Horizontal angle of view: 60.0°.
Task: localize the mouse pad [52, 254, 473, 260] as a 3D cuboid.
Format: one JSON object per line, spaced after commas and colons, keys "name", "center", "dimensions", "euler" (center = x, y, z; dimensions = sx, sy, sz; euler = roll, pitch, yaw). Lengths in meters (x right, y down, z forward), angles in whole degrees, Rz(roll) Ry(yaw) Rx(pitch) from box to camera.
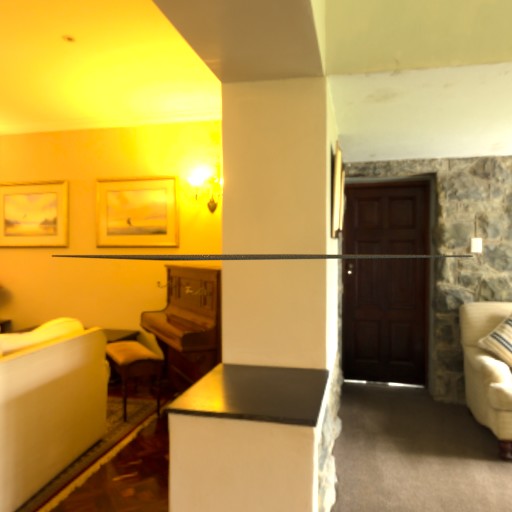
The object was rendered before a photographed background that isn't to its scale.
{"name": "mouse pad", "center": [0.000, 0.000, 0.611], "dimensions": [0.451, 0.002, 0.393], "euler": [0, 1, -37]}
